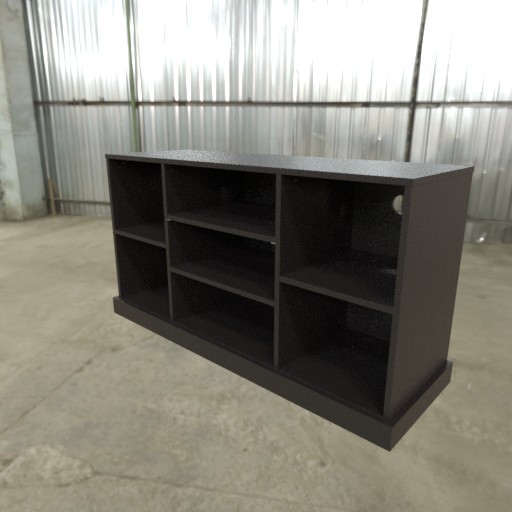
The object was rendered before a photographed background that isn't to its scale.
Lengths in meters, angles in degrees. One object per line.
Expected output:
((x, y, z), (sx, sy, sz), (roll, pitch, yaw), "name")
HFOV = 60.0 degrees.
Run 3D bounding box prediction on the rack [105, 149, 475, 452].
((0.000, 0.000, 1.482), (1.206, 0.635, 0.399), (14, 22, 40), "rack")
